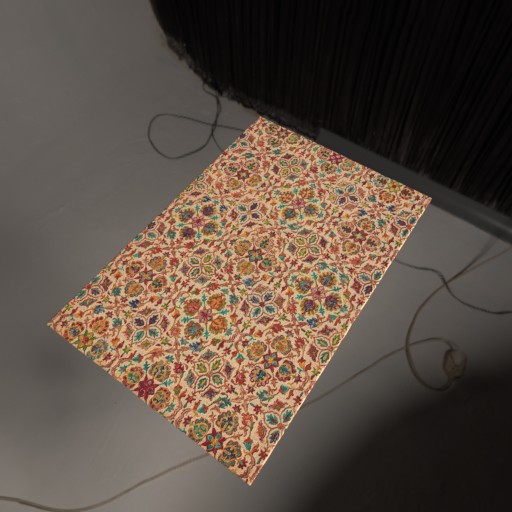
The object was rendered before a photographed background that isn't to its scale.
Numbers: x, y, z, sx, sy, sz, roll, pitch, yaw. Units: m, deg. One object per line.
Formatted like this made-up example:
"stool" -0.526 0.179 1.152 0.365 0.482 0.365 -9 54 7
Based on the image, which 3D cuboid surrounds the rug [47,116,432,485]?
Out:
"rug" 0.000 0.000 2.988 1.541 0.018 2.297 31 63 18
